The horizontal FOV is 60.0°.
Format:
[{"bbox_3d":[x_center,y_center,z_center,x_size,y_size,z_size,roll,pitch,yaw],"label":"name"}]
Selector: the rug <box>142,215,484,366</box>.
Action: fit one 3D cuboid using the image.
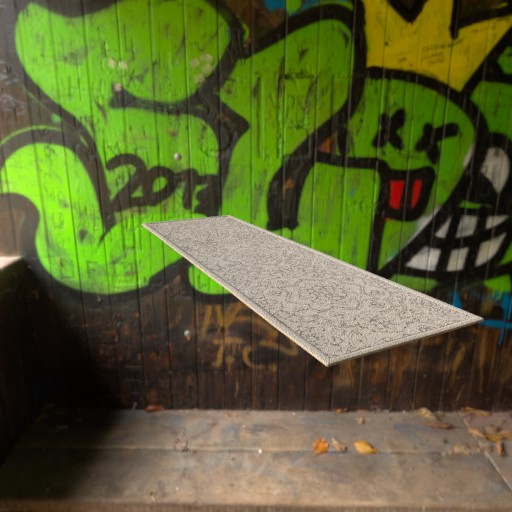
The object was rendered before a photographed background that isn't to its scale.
[{"bbox_3d":[0.000,0.000,2.622,0.769,0.012,2.448,-8,18,-26],"label":"rug"}]
